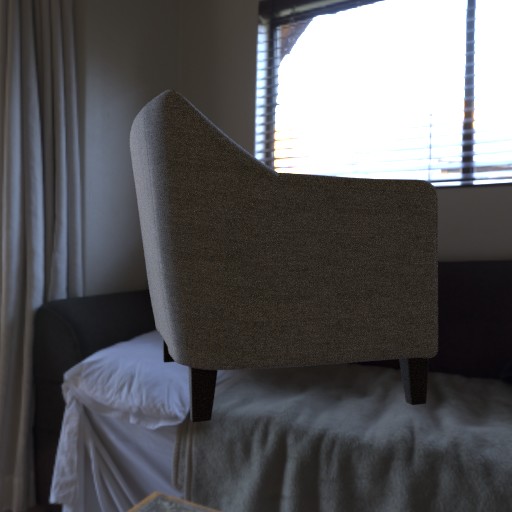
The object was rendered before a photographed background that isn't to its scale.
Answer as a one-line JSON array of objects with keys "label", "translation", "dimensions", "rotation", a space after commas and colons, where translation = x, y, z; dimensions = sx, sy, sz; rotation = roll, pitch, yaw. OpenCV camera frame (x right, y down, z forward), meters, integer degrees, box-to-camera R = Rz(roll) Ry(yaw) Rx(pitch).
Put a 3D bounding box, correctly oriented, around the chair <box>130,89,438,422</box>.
[{"label": "chair", "translation": [0.000, 0.000, 1.389], "dimensions": [0.758, 0.761, 0.796], "rotation": [0, 0, -18]}]
